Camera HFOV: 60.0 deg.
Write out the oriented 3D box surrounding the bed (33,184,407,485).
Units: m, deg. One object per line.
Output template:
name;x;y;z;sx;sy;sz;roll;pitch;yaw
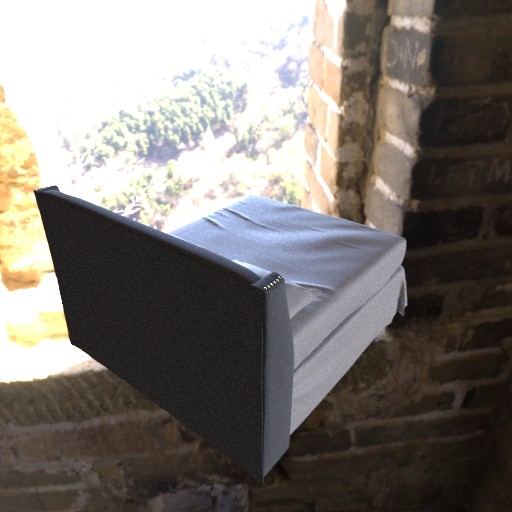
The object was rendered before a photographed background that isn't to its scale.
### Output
bed;0.000;0.000;3.414;1.925;1.332;2.276;21;35;33
